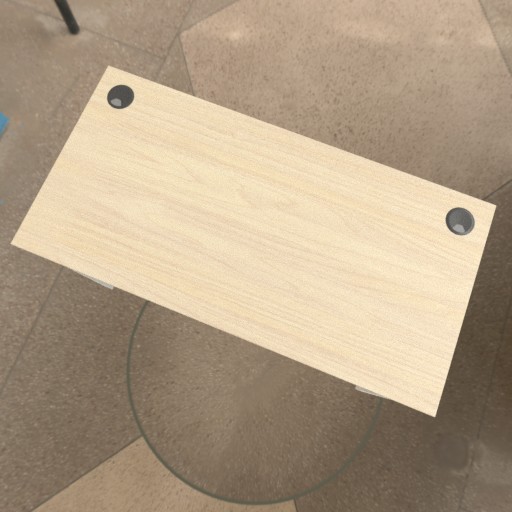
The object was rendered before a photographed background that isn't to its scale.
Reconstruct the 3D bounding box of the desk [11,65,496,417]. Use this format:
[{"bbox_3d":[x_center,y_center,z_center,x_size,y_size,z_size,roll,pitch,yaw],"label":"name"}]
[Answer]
[{"bbox_3d":[0.000,0.000,1.581,1.200,0.750,0.600,21,77,5],"label":"desk"}]
